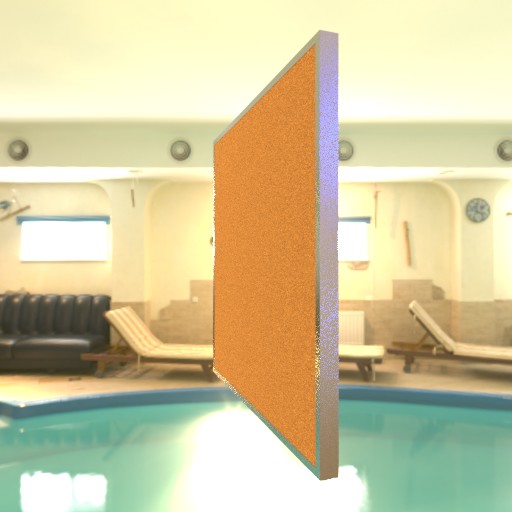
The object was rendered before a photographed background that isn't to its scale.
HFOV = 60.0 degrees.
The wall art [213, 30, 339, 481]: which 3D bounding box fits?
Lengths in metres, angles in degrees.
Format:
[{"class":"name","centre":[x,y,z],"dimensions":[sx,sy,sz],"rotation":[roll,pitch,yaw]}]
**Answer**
[{"class":"wall art","centre":[0.000,0.000,1.179],"dimensions":[0.038,0.806,0.806],"rotation":[0,0,-19]}]
